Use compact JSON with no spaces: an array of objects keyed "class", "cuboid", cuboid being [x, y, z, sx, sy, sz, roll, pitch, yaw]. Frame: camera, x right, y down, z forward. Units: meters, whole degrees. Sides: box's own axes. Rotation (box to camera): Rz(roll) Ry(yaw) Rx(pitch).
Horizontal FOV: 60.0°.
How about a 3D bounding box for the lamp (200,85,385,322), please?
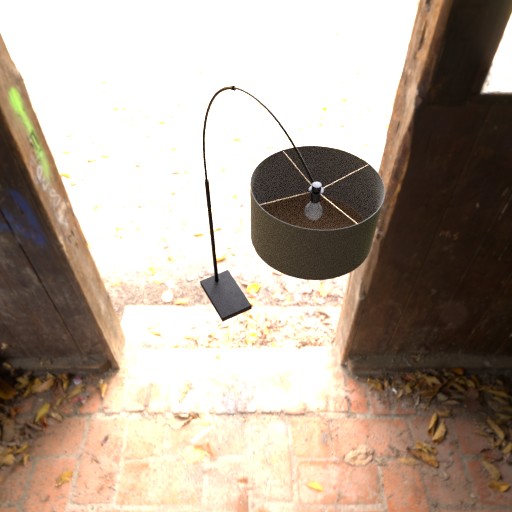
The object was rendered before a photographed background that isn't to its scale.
[{"class":"lamp","cuboid":[0.000,0.000,2.525,0.493,1.927,1.424,-22,51,-19]}]
